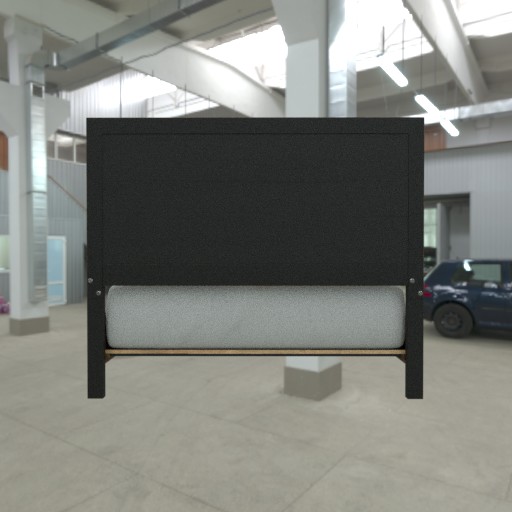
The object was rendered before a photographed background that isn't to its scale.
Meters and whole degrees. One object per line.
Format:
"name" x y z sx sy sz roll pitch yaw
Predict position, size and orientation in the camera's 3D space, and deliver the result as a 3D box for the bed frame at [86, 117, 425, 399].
"bed frame" 0.000 0.000 3.363 1.696 1.417 2.276 0 1 0
